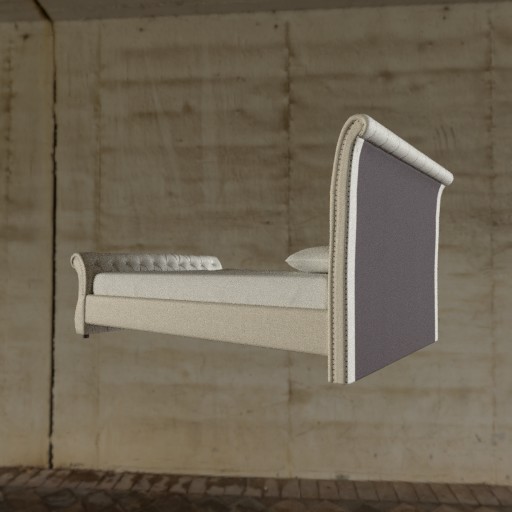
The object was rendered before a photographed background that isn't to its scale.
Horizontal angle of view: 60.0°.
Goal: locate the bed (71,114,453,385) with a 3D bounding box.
[{"bbox_3d":[0.000,0.000,3.397,2.493,1.268,1.606,-1,-2,37],"label":"bed"}]
